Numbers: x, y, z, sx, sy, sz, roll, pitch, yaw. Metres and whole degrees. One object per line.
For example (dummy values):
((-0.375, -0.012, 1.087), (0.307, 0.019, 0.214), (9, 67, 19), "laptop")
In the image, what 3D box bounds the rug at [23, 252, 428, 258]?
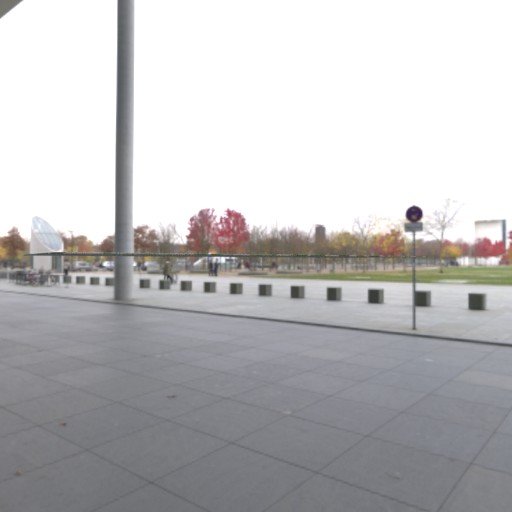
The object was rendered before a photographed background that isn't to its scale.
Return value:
((0.000, 0.000, 2.712), (2.438, 0.006, 0.761), (1, -1, -36), "rug")
